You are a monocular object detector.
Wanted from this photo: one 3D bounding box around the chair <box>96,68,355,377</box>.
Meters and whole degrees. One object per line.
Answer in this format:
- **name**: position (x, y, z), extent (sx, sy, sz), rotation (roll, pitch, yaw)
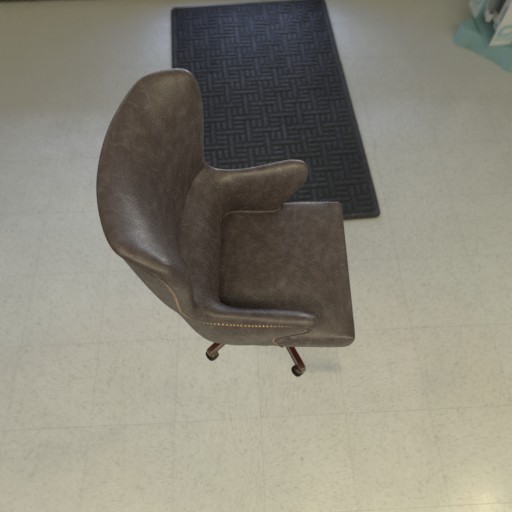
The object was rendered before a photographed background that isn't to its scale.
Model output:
- **chair**: position (0.000, 0.000, 1.453), extent (0.717, 1.037, 0.594), rotation (0, 63, 0)
